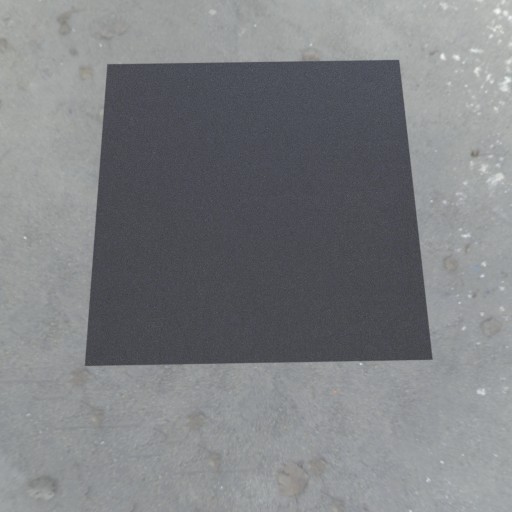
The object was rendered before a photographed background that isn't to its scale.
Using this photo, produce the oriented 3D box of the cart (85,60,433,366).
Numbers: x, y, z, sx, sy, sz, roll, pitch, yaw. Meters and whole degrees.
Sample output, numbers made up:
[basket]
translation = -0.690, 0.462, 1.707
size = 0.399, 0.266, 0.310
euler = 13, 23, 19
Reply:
[cart]
translation = 0.000, 0.000, 1.094
size = 0.520, 0.762, 0.521
euler = -1, 76, 0
